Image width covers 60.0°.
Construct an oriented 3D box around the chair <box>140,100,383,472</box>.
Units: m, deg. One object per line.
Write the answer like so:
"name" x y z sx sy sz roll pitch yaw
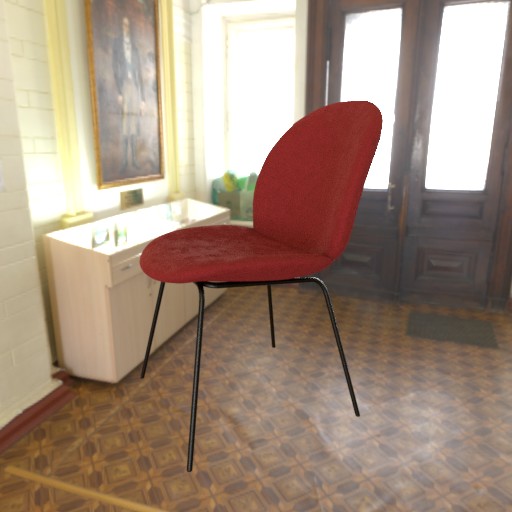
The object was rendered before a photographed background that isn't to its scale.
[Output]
"chair" 0.000 0.000 1.158 0.587 0.791 0.458 -7 16 -26
